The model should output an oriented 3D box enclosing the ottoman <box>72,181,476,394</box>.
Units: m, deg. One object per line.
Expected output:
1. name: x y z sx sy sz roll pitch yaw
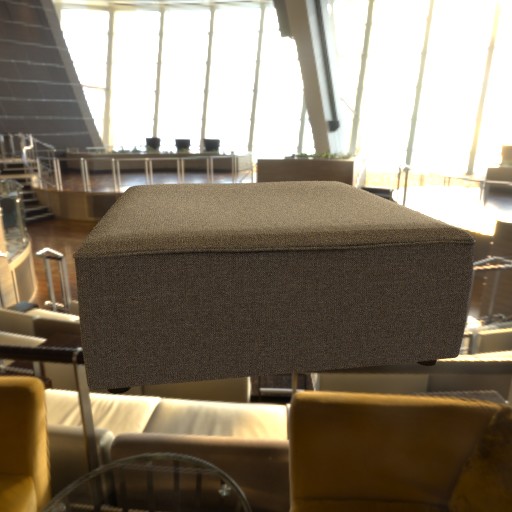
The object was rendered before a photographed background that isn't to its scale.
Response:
1. ottoman: 0.000 0.000 1.578 1.023 0.423 1.017 -2 17 -8
